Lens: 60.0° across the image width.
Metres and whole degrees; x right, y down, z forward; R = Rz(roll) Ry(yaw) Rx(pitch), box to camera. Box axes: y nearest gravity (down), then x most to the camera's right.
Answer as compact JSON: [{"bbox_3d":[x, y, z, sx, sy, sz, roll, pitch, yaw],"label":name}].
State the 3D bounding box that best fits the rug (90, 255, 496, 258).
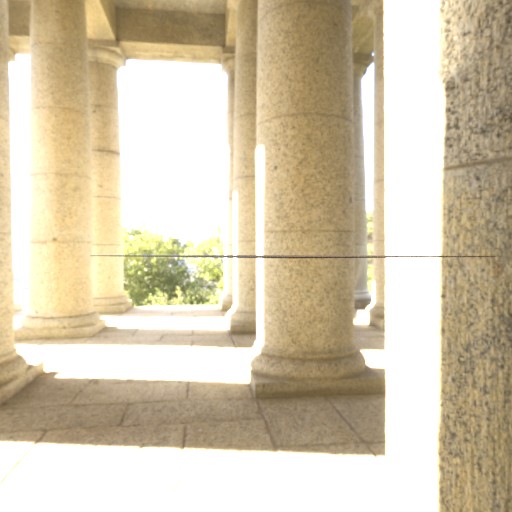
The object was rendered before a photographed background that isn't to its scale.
[{"bbox_3d":[0.000,0.000,2.977,1.521,0.006,2.435,0,0,-36],"label":"rug"}]
